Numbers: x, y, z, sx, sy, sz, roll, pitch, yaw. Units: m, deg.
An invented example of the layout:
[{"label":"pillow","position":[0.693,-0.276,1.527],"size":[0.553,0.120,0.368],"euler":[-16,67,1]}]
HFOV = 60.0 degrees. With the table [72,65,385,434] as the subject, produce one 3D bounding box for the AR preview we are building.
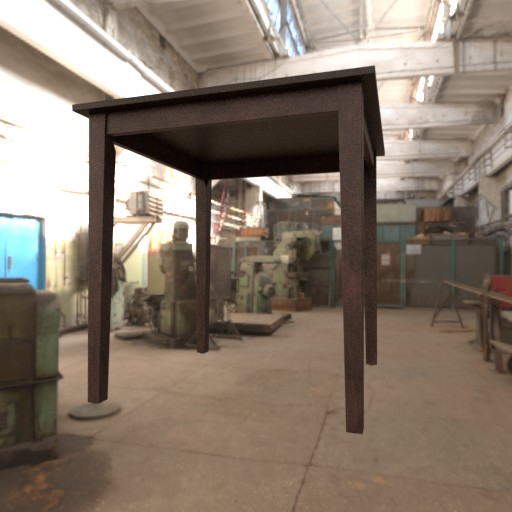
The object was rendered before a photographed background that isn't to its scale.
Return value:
[{"label":"table","position":[0.000,0.000,1.372],"size":[0.749,0.770,0.749],"euler":[0,-1,18]}]
